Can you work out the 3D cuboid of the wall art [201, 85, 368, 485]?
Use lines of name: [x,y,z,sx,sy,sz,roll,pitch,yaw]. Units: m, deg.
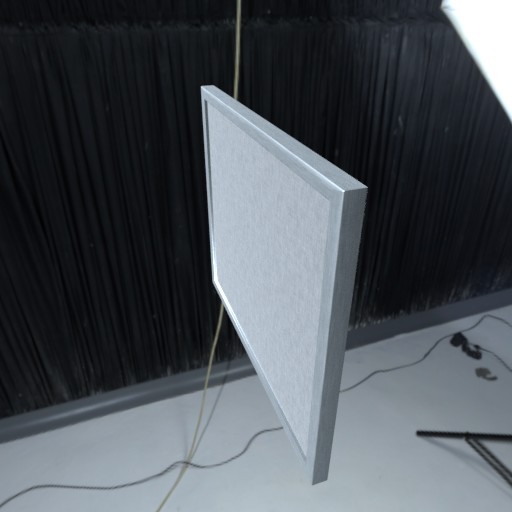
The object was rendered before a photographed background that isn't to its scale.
wall art: [0.000,0.000,0.752,0.028,0.457,0.556,-10,32,-17]
